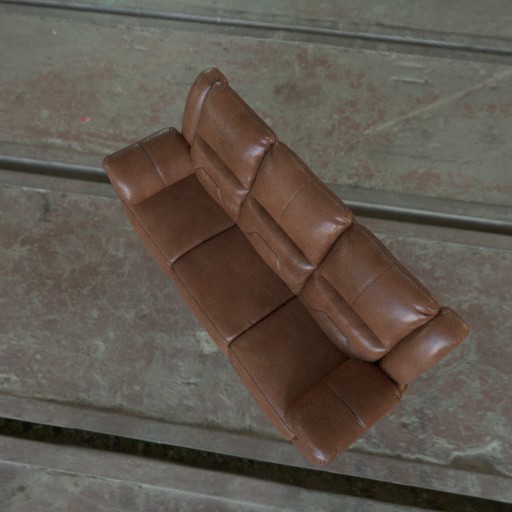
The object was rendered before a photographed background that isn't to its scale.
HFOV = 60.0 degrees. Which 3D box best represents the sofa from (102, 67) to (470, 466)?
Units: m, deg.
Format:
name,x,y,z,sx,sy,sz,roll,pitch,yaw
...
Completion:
name,x,y,z,sx,sy,sz,roll,pitch,yaw
sofa,0.000,0.000,2.779,0.991,1.043,2.337,-34,69,-15
